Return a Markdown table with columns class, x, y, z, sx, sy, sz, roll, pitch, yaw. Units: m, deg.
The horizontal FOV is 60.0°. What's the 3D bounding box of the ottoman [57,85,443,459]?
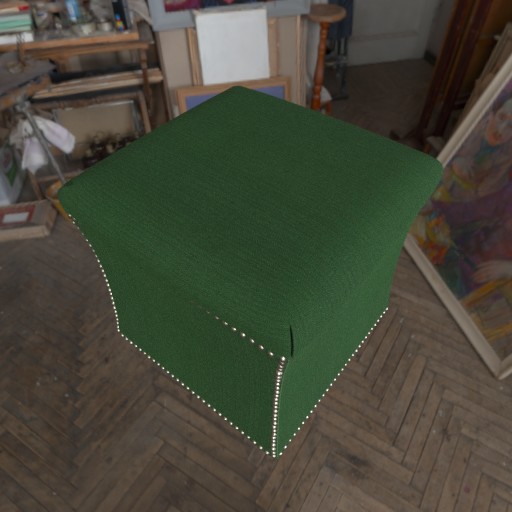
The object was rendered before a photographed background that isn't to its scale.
| class | x | y | z | sx | sy | sz | roll | pitch | yaw |
| --- | --- | --- | --- | --- | --- | --- | --- | --- | --- |
| ottoman | 0.000 | 0.000 | 0.909 | 0.507 | 0.475 | 0.497 | 30 | 54 | 25 |
